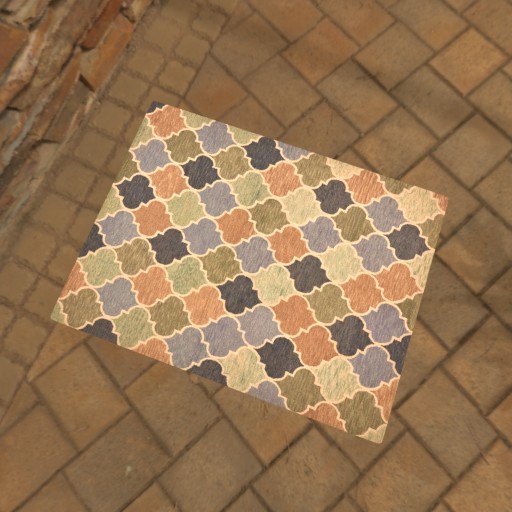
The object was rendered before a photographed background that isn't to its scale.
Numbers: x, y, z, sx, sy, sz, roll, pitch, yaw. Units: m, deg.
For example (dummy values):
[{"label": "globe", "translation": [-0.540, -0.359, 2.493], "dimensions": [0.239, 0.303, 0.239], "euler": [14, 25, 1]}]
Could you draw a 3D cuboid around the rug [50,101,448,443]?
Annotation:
[{"label": "rug", "translation": [0.000, 0.000, 4.262], "dimensions": [3.200, 0.013, 2.439], "euler": [19, 77, 5]}]
